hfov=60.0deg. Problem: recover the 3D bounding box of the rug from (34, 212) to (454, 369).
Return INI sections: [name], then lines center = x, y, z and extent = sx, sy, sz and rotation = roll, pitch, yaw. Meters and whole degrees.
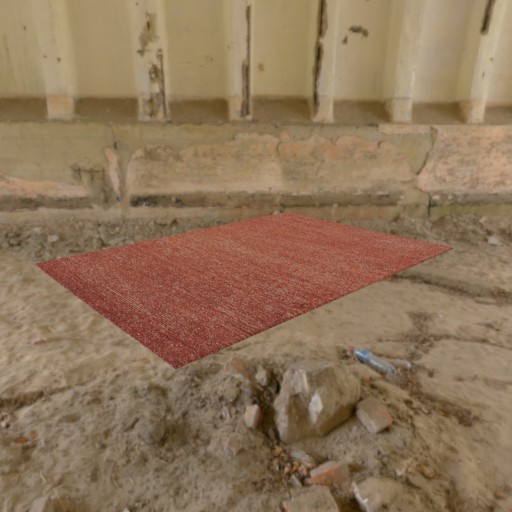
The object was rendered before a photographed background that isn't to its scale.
[rug]
center = 0.000, 0.000, 5.091
extent = 3.965, 0.025, 2.803
rotation = -16, 24, -40
